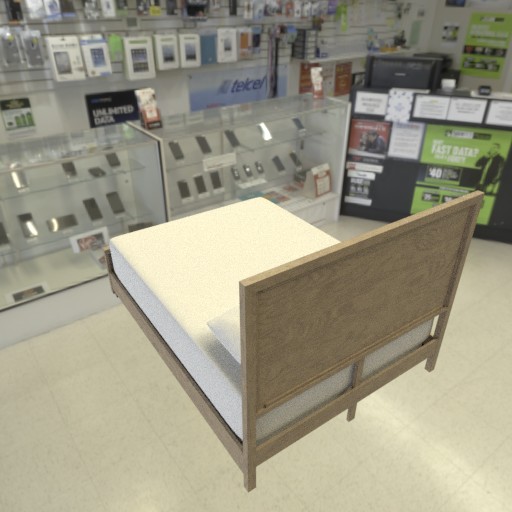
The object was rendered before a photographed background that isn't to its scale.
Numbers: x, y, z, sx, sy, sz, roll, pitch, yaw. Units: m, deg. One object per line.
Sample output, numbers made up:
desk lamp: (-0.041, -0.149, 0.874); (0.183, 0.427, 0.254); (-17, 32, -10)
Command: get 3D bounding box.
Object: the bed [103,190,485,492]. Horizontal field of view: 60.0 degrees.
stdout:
bed: (0.000, 0.000, 3.220); (1.606, 1.369, 2.189); (-20, 36, -29)
